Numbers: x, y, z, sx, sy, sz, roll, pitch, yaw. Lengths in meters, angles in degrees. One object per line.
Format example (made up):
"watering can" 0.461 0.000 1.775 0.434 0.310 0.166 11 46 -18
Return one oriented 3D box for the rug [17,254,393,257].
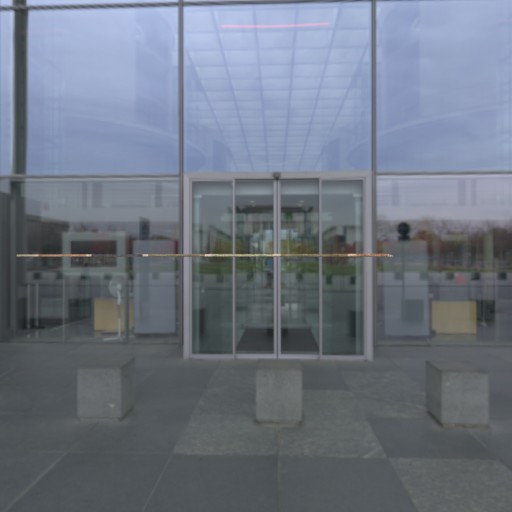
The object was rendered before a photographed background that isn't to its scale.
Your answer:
"rug" 0.000 0.000 4.172 2.439 0.013 3.200 0 0 18
